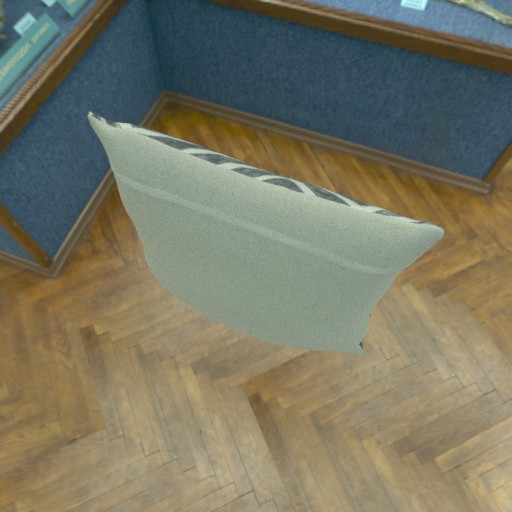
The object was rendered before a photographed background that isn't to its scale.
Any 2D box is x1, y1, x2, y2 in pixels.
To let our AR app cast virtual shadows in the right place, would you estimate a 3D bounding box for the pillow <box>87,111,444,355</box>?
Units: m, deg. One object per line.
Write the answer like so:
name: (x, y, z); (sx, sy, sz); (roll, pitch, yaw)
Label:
pillow: (0.000, 0.000, 0.680); (0.440, 0.441, 0.182); (21, 65, 10)
